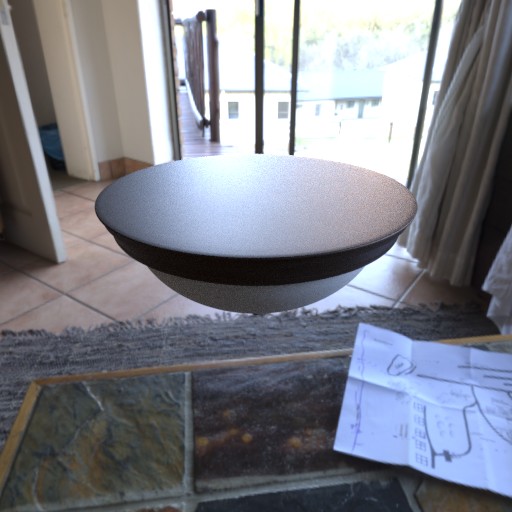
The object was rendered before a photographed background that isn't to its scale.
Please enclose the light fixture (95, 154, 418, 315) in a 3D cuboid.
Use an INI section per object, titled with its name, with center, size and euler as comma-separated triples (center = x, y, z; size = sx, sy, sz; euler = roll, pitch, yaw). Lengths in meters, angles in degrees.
[light fixture]
center = 0.000, 0.000, 0.433
size = 0.280, 0.135, 0.280
euler = 0, 26, 0
